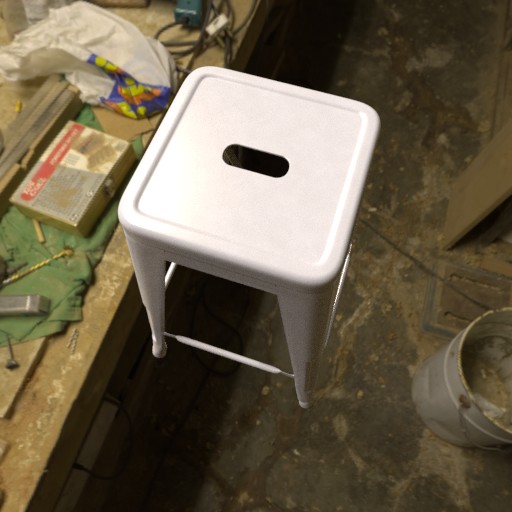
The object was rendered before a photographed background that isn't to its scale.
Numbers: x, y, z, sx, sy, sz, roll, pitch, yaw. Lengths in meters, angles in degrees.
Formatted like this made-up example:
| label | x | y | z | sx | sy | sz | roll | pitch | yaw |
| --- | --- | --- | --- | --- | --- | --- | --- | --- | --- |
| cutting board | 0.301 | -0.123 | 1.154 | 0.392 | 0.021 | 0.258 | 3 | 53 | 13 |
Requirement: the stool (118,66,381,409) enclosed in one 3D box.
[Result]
| label | x | y | z | sx | sy | sz | roll | pitch | yaw |
| --- | --- | --- | --- | --- | --- | --- | --- | --- | --- |
| stool | 0.000 | 0.000 | 0.861 | 0.406 | 0.610 | 0.406 | 17 | 66 | 8 |
